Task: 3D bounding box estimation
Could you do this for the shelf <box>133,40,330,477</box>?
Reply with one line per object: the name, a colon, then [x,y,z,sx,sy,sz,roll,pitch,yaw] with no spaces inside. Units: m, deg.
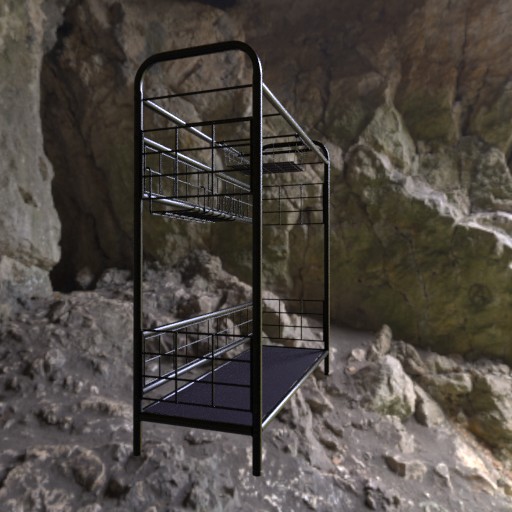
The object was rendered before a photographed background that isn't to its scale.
shelf: [0.000,0.000,1.533,0.350,1.026,0.961,0,0,19]
